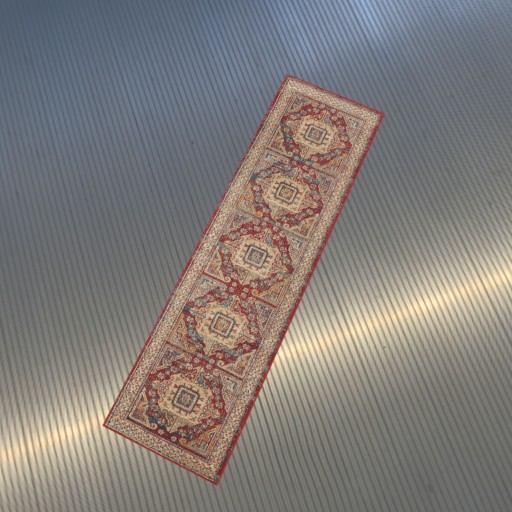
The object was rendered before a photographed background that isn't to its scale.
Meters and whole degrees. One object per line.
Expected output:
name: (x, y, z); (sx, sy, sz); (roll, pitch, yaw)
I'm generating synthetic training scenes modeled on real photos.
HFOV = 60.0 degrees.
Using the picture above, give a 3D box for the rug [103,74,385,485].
rug: (0.000, 0.000, 2.487); (0.659, 0.015, 2.292); (25, 77, 6)
